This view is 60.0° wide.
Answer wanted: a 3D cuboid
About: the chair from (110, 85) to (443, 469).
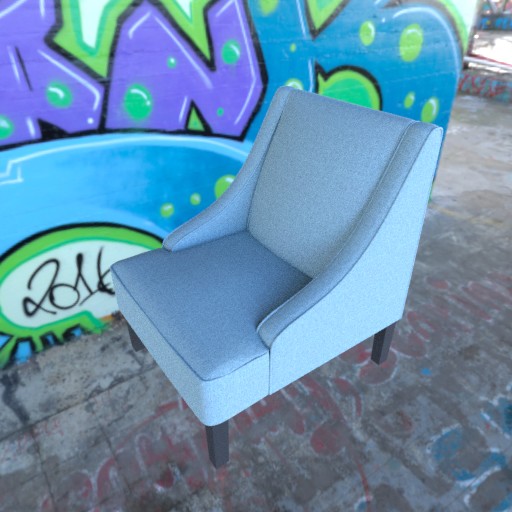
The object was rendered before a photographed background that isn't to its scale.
[{"bbox_3d":[0.000,0.000,1.874,1.025,1.133,0.857,-21,38,-30],"label":"chair"}]
